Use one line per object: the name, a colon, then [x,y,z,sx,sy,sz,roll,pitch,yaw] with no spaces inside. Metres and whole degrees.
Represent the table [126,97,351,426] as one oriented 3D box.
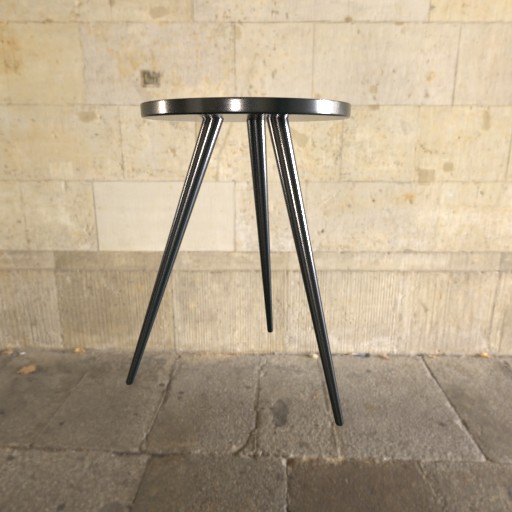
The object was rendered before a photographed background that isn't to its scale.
table: [0.000,0.000,0.850,0.403,0.548,0.415,-13,20,-41]
